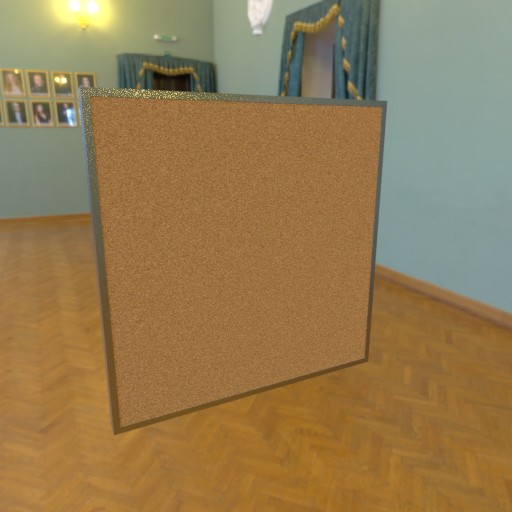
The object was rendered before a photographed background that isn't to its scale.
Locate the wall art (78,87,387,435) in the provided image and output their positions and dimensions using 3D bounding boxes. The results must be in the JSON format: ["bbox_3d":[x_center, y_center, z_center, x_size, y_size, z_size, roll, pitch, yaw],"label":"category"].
[{"bbox_3d":[0.000,0.000,1.182,0.806,0.806,0.038,-8,17,-26],"label":"wall art"}]
